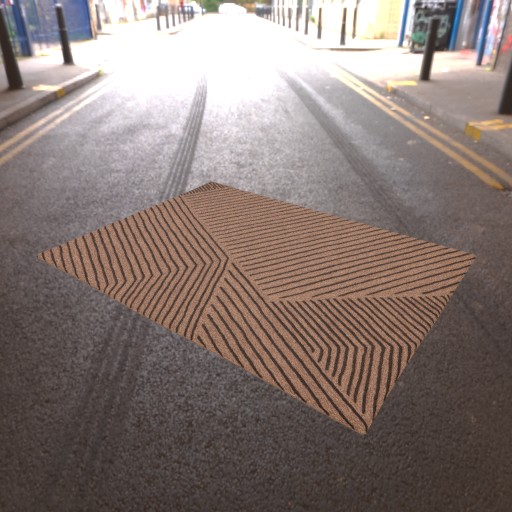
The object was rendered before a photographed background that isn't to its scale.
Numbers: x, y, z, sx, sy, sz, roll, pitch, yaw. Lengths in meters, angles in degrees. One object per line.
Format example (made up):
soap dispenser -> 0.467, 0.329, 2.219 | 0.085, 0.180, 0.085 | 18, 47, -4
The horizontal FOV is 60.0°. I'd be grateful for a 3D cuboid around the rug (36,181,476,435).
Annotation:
rug -> 0.000, 0.000, 3.061 | 2.449, 0.028, 1.829 | 20, 36, 31
